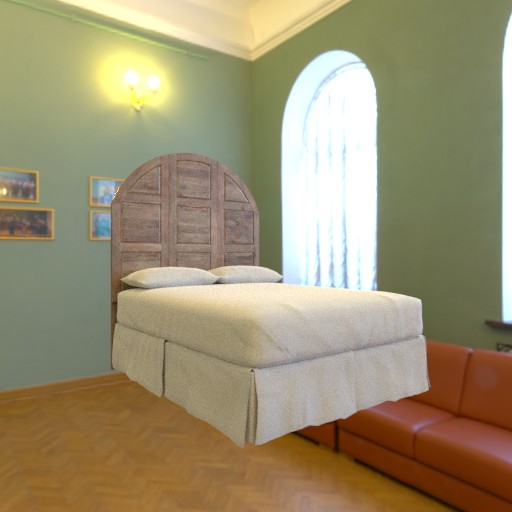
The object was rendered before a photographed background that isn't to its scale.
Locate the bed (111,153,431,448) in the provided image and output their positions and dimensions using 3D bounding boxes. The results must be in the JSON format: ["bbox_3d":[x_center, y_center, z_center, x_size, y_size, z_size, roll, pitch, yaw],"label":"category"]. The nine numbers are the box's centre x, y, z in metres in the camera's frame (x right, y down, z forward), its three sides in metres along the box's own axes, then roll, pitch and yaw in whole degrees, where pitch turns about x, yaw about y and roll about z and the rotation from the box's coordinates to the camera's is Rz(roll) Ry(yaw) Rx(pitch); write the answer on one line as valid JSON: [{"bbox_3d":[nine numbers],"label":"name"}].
[{"bbox_3d":[0.000,0.000,3.564,1.713,2.002,2.112,0,0,-37],"label":"bed"}]
